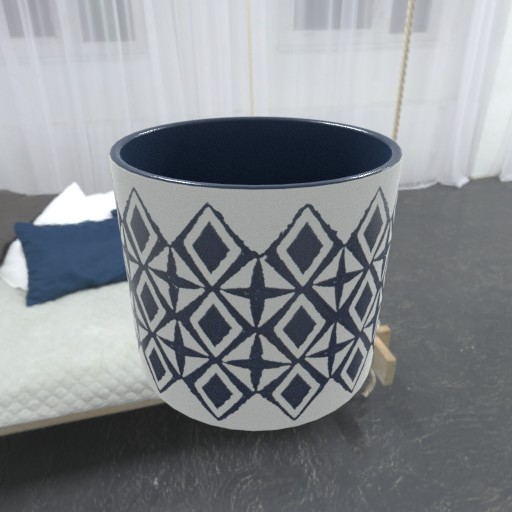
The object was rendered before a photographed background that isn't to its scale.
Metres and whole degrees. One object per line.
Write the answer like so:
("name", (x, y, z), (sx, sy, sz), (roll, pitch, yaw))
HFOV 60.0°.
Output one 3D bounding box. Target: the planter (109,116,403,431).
("planter", (0.000, 0.000, 0.321), (0.182, 0.165, 0.182), (0, 27, 0))
